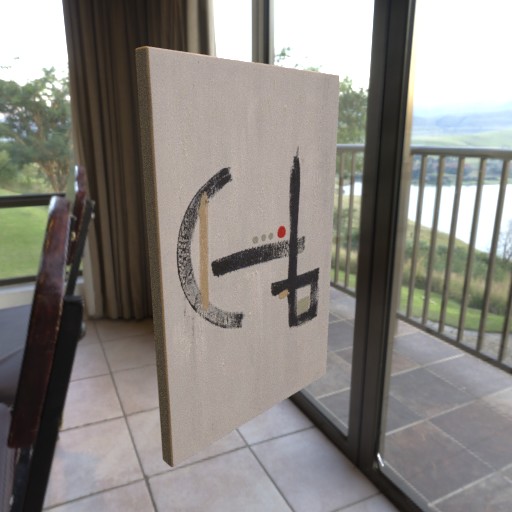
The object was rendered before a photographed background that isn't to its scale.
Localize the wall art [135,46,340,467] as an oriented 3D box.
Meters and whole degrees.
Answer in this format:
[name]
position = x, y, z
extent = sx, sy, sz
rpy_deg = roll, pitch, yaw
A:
[wall art]
position = 0.000, 0.000, 1.142
extent = 0.602, 0.916, 0.048
rpy_deg = -15, 21, -42
